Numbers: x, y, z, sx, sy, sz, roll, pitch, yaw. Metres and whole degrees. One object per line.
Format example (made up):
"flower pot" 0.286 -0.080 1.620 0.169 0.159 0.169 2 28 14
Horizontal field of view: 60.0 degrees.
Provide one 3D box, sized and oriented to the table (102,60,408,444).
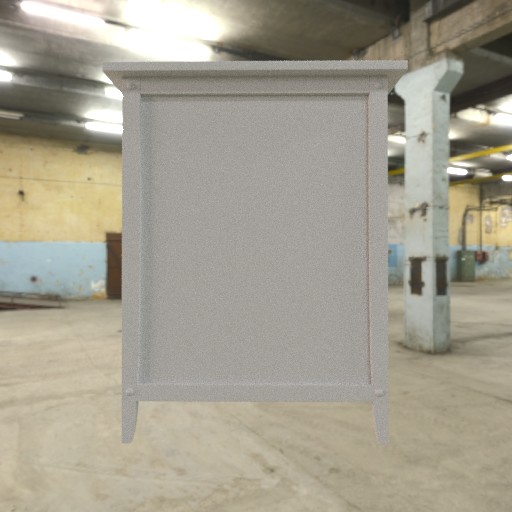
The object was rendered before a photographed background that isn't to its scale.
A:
"table" 0.000 0.000 0.740 0.381 0.483 0.381 0 0 1
